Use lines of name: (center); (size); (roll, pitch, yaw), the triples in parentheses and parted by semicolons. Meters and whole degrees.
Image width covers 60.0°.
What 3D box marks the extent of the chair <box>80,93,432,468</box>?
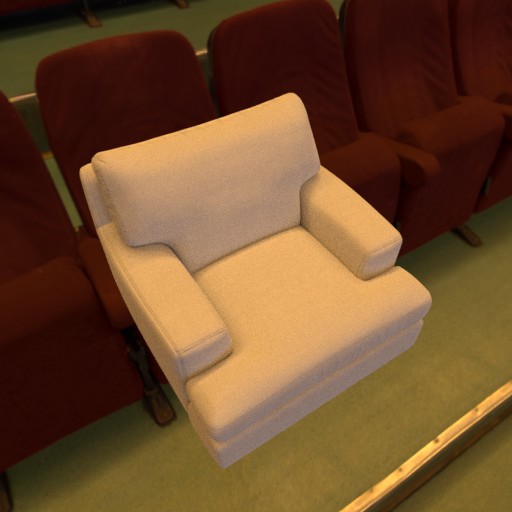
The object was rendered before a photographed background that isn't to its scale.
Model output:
chair: (0.000, 0.000, 1.956); (1.140, 0.930, 1.158); (-25, 51, -22)
